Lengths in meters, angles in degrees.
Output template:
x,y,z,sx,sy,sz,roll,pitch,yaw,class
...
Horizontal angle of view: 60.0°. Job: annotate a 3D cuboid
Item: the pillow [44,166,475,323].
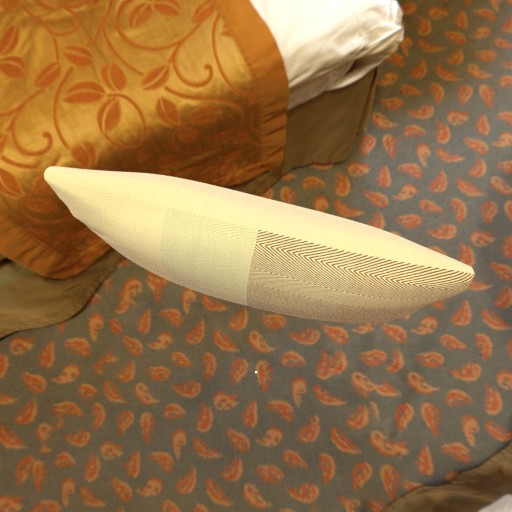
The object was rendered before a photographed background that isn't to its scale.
x,y,z,sx,sy,sz,roll,pitch,yaw,class
0.000,0.000,0.637,0.506,0.305,0.139,14,76,4,pillow
